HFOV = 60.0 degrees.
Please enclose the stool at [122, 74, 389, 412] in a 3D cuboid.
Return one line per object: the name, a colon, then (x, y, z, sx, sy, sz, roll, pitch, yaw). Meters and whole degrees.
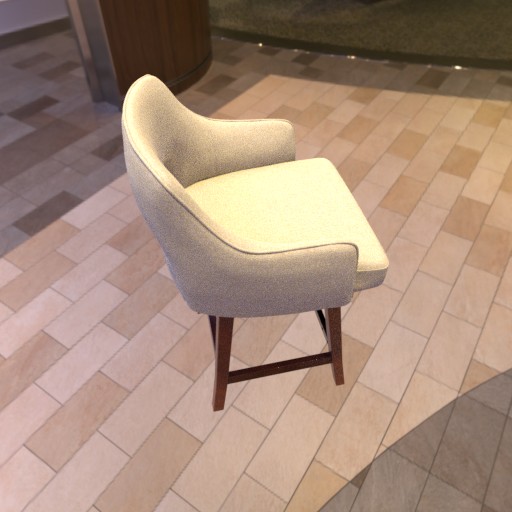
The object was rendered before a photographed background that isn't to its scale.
stool: (0.000, 0.000, 1.250, 0.560, 0.936, 0.550, -9, 47, -9)
